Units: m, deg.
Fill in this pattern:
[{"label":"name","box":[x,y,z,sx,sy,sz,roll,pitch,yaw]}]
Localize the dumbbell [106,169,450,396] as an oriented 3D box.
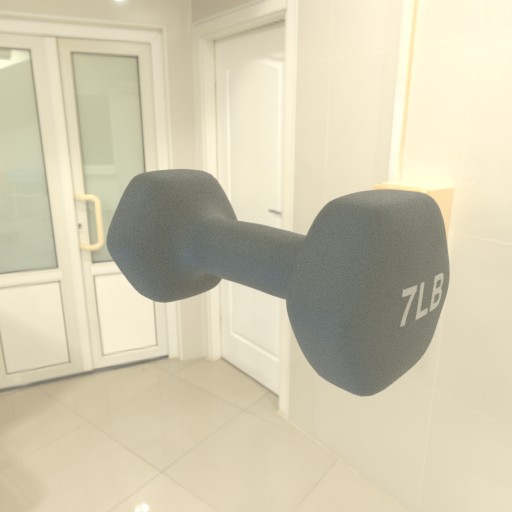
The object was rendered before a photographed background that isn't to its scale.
[{"label":"dumbbell","box":[0.000,0.000,0.234,0.090,0.081,0.184,-15,22,-43]}]
